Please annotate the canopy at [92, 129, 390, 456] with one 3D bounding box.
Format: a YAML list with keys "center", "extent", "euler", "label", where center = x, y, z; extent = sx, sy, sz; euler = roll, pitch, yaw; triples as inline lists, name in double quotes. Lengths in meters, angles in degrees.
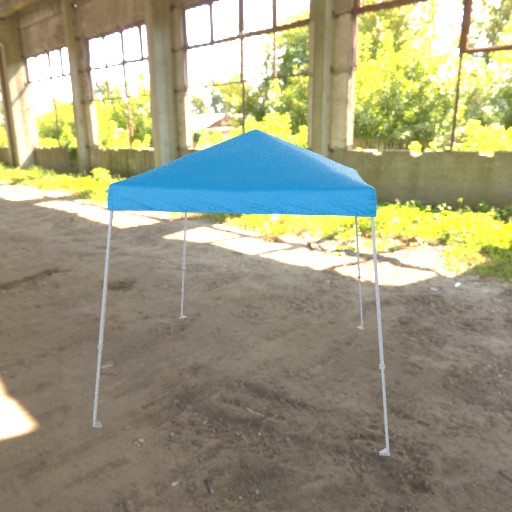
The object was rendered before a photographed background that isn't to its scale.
- center: [0.000, 0.000, 6.531]
  extent: [3.599, 3.600, 3.600]
  euler: [2, 15, 8]
  label: "canopy"
